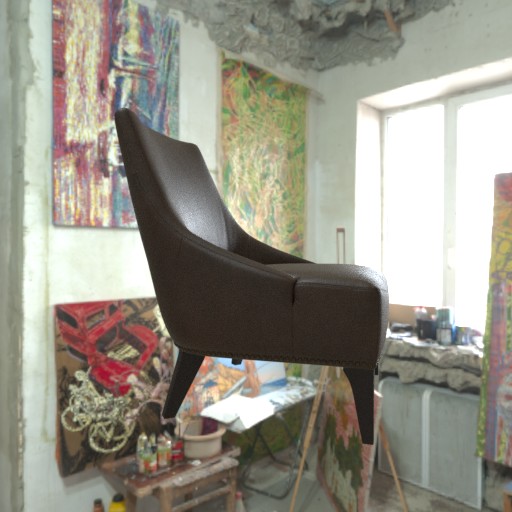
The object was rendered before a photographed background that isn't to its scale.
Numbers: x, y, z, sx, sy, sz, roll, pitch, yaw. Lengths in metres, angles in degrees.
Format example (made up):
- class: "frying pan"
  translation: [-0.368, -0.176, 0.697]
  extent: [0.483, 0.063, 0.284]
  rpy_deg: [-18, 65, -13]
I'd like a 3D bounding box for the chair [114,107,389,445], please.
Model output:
- class: "chair"
  translation: [0.000, 0.000, 1.493]
  extent: [0.861, 0.909, 0.701]
  rpy_deg: [0, 1, 16]
